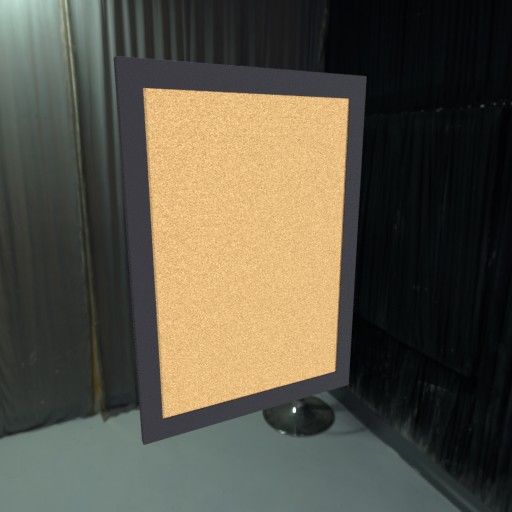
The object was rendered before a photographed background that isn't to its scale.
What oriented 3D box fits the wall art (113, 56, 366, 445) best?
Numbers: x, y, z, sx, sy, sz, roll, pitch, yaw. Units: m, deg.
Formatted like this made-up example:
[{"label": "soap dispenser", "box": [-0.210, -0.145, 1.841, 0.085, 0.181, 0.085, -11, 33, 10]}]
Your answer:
[{"label": "wall art", "box": [0.000, 0.000, 0.670, 0.374, 0.529, 0.012, -7, 16, -26]}]
